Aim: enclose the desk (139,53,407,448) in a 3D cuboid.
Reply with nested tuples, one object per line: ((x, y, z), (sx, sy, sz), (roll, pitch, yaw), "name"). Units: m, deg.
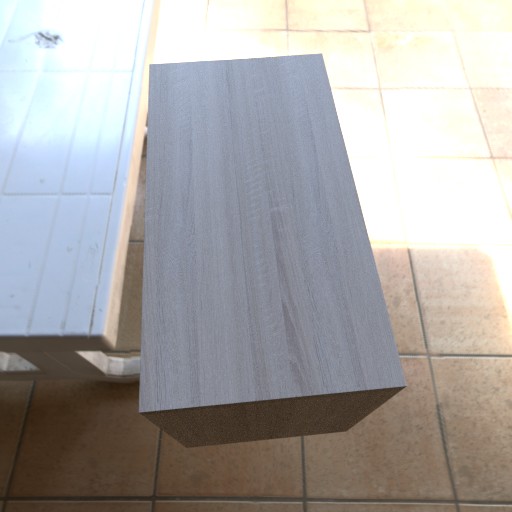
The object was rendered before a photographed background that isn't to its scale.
((0.000, 0.000, 1.528), (0.600, 0.731, 1.100), (-5, 61, -3), "desk")
